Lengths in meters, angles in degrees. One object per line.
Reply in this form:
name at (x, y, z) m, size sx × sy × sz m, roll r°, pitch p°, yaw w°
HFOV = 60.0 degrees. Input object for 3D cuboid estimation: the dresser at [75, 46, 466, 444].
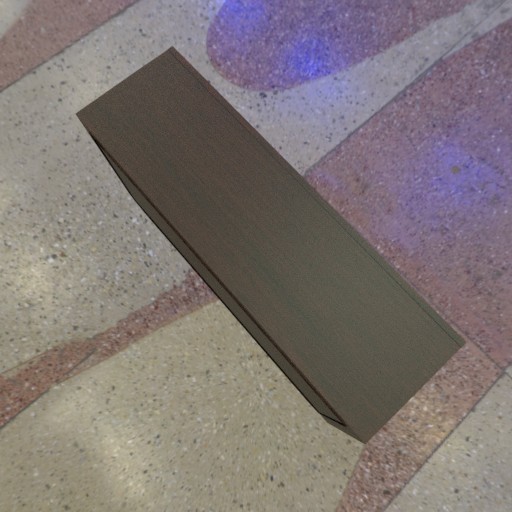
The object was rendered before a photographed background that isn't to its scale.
dresser at (0.000, 0.000, 2.093) m, size 0.499 × 0.971 × 1.609 m, roll -40°, pitch 78°, yaw -10°
